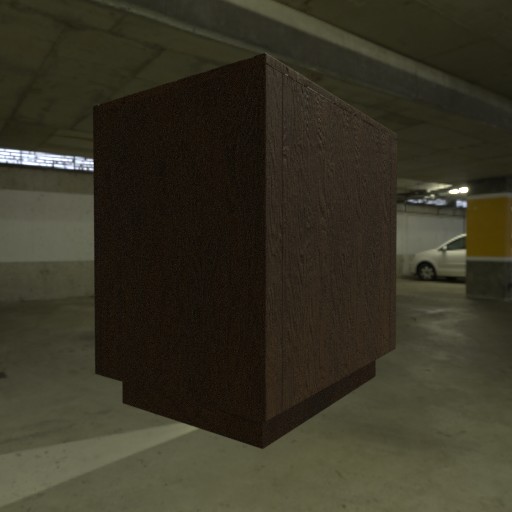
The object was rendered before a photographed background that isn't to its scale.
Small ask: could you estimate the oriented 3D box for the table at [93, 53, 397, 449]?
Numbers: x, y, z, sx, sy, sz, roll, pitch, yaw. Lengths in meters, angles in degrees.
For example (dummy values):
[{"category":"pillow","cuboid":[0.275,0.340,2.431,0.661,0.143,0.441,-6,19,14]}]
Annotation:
[{"category":"table","cuboid":[0.000,0.000,0.979,0.439,0.585,0.560,1,2,36]}]
